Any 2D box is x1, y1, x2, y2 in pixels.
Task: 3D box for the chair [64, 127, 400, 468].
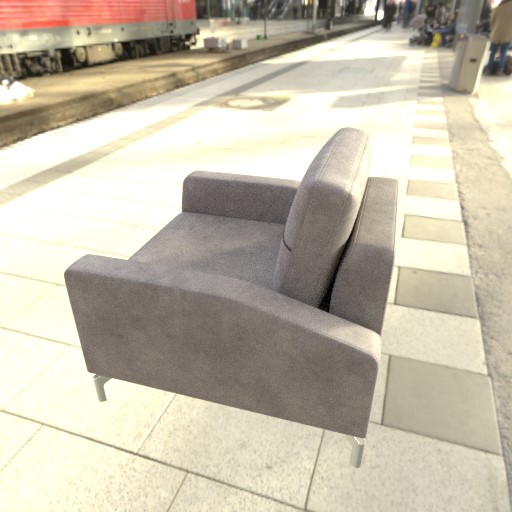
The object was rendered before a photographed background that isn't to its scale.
[{"bbox_3d":[0.000,0.000,1.553,0.900,0.800,0.900,8,31,15],"label":"chair"}]
